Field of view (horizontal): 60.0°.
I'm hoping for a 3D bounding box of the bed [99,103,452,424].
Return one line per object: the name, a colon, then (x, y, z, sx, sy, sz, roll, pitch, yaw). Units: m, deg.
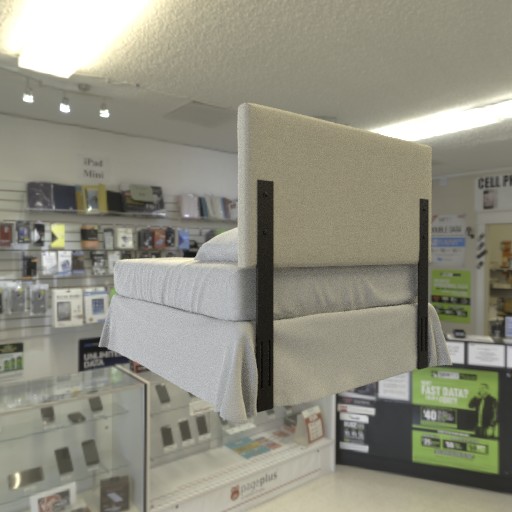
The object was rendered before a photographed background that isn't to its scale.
bed: (0.000, 0.000, 3.513, 1.936, 1.577, 2.222, 0, 1, -36)
